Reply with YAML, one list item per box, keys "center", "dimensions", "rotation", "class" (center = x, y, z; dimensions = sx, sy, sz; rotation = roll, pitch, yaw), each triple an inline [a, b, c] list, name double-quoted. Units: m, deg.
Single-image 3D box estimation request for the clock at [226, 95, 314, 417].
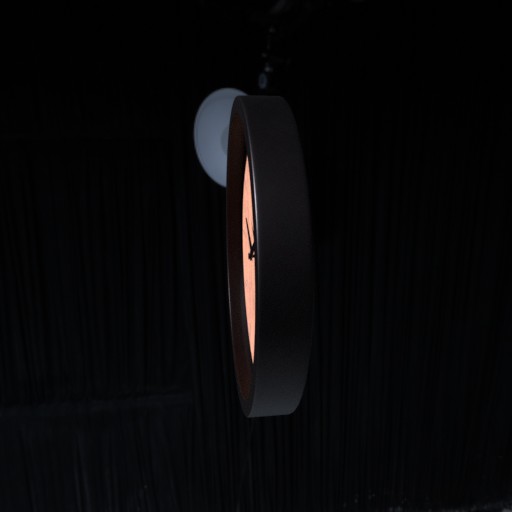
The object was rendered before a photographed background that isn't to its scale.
- center: [0.000, 0.000, 0.460]
  dimensions: [0.040, 0.314, 0.314]
  rotation: [-2, 13, -8]
  class: "clock"
